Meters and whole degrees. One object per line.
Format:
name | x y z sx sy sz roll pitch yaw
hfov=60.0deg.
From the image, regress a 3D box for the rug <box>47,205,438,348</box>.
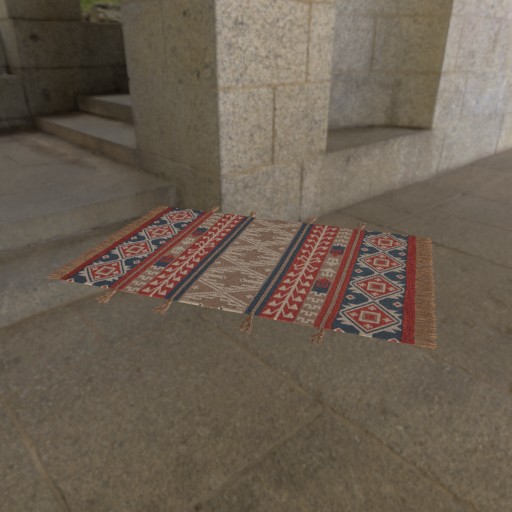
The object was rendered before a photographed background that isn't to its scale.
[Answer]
rug | 0.000 0.000 3.215 2.450 0.048 1.778 8 27 17
